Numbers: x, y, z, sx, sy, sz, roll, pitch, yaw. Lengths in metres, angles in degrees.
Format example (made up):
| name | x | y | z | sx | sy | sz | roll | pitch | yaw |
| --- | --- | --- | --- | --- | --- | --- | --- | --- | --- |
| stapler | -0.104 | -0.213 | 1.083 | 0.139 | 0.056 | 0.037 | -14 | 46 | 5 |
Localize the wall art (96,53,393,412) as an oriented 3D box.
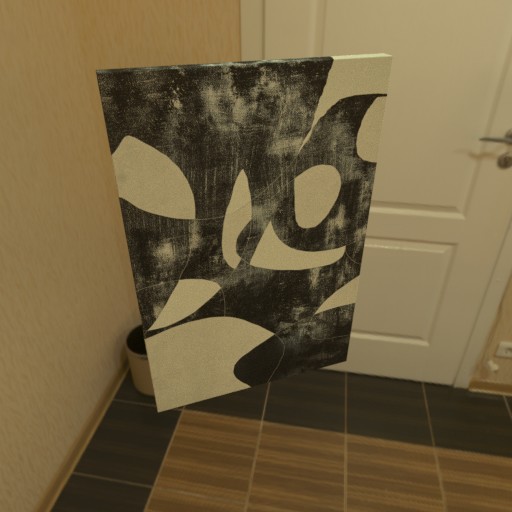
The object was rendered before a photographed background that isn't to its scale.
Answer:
| name | x | y | z | sx | sy | sz | roll | pitch | yaw |
| --- | --- | --- | --- | --- | --- | --- | --- | --- | --- |
| wall art | 0.000 | 0.000 | 1.128 | 0.610 | 0.915 | 0.041 | -11 | 34 | -16 |
